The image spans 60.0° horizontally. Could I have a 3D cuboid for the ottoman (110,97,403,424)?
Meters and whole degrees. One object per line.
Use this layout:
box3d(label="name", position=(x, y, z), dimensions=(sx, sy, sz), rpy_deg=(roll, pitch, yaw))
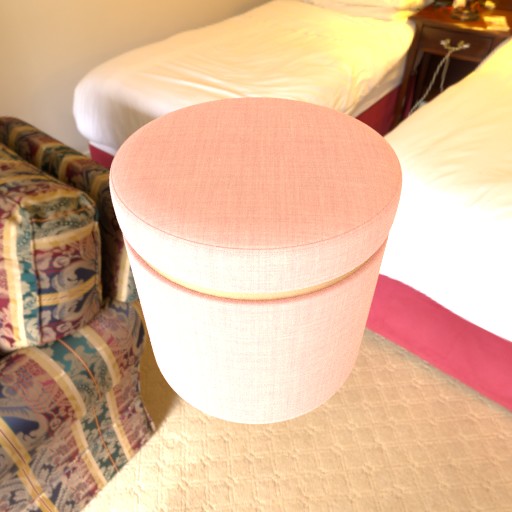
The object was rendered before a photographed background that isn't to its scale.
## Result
box3d(label="ottoman", position=(0.000, 0.000, 0.738), dimensions=(0.400, 0.406, 0.400), rpy_deg=(0, 42, 0))
